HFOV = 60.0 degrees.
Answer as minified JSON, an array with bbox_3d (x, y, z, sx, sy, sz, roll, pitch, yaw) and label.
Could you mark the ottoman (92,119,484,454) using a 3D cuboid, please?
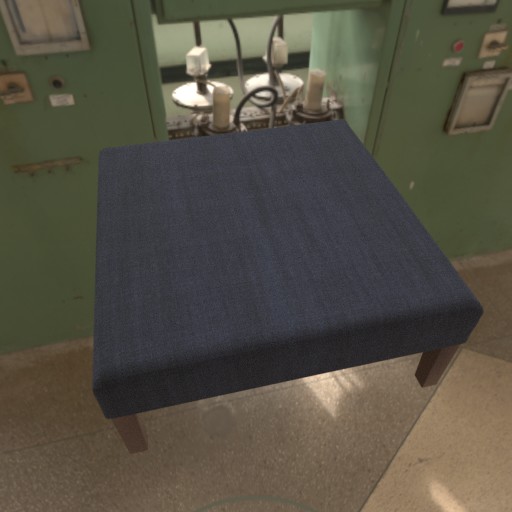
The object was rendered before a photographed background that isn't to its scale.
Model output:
[{"bbox_3d":[0.000,0.000,1.363,0.889,0.411,0.890,-9,47,-9],"label":"ottoman"}]
